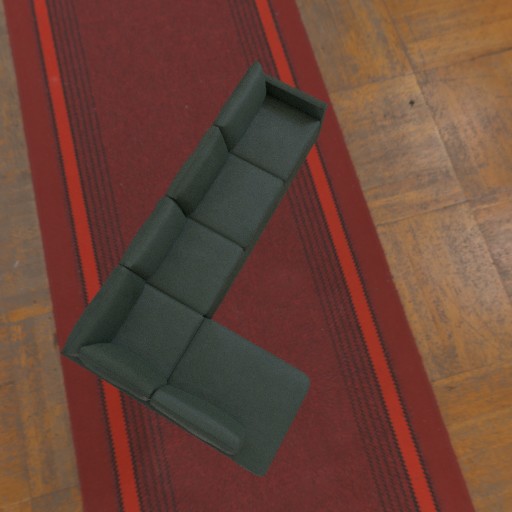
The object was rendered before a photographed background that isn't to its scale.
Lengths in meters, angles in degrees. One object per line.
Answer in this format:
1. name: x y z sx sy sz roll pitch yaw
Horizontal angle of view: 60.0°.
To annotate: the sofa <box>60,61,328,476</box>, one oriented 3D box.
1. sofa: 0.000 0.000 4.300 2.048 0.996 3.384 29 77 7
